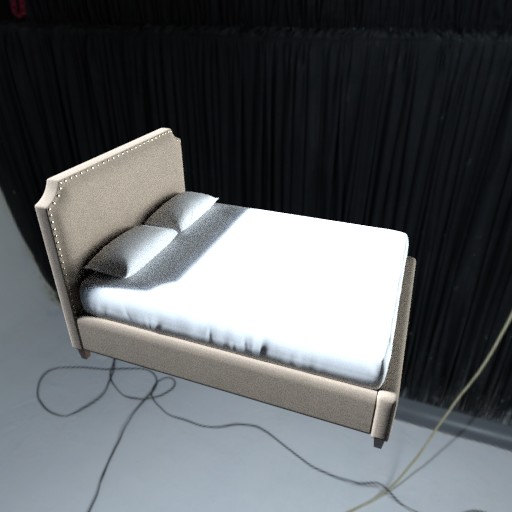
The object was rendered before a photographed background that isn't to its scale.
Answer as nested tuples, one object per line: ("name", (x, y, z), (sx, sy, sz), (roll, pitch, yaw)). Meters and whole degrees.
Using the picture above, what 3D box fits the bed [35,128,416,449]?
("bed", (0.000, 0.000, 3.383), (2.329, 1.415, 1.703), (11, 32, 18))
